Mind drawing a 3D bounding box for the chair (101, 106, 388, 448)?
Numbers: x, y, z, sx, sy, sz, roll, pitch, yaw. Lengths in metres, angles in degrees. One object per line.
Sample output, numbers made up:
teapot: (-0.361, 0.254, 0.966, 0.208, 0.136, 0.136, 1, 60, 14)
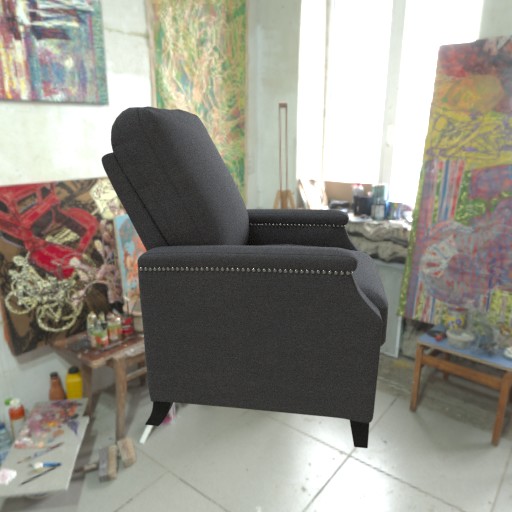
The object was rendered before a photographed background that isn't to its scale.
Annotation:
chair: (0.000, 0.000, 1.656, 0.922, 1.049, 0.710, 3, 17, 9)
